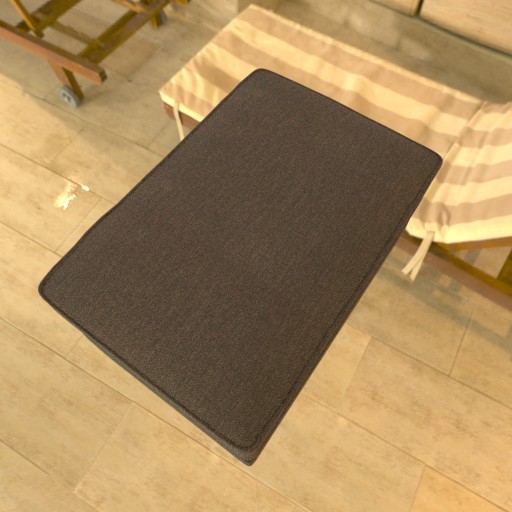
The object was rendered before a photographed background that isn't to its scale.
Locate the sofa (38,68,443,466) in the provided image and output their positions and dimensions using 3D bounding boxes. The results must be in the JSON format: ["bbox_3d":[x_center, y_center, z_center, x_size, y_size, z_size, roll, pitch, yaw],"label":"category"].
[{"bbox_3d":[0.000,0.000,1.193,0.578,0.457,0.854,32,67,15],"label":"sofa"}]
